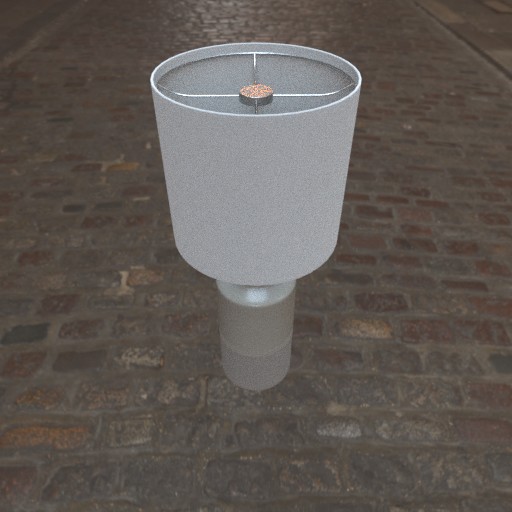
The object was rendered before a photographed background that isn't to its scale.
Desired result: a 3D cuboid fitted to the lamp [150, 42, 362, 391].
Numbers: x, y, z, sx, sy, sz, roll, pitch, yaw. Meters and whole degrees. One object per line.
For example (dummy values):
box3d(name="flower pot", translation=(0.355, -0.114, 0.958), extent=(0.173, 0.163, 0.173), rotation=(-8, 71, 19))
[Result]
box3d(name="lamp", translation=(0.000, 0.000, 0.612), extent=(0.212, 0.493, 0.212), rotation=(-1, 41, -1))
